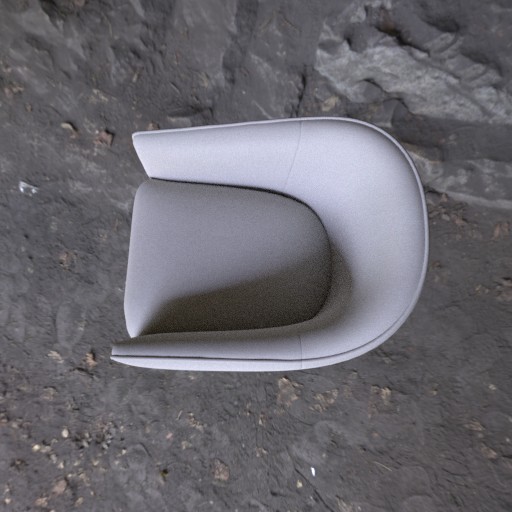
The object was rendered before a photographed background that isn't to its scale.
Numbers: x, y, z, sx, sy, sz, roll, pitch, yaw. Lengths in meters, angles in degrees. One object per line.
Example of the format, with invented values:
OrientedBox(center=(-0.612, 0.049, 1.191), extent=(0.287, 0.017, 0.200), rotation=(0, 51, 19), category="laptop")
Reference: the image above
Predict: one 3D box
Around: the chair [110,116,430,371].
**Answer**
OrientedBox(center=(0.000, 0.000, 1.483), extent=(0.875, 0.799, 0.747), rotation=(1, 76, 0), category="chair")
